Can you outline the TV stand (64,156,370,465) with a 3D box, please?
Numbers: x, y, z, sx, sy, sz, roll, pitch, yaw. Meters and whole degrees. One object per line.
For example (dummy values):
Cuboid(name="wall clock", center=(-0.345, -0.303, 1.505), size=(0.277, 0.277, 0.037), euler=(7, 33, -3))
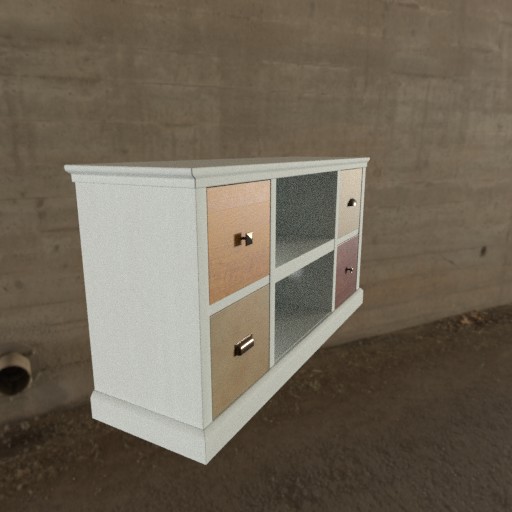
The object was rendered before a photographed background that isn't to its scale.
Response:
Cuboid(name="TV stand", center=(0.000, 0.000, 1.470), size=(0.424, 0.624, 1.187), euler=(7, 15, 28))
